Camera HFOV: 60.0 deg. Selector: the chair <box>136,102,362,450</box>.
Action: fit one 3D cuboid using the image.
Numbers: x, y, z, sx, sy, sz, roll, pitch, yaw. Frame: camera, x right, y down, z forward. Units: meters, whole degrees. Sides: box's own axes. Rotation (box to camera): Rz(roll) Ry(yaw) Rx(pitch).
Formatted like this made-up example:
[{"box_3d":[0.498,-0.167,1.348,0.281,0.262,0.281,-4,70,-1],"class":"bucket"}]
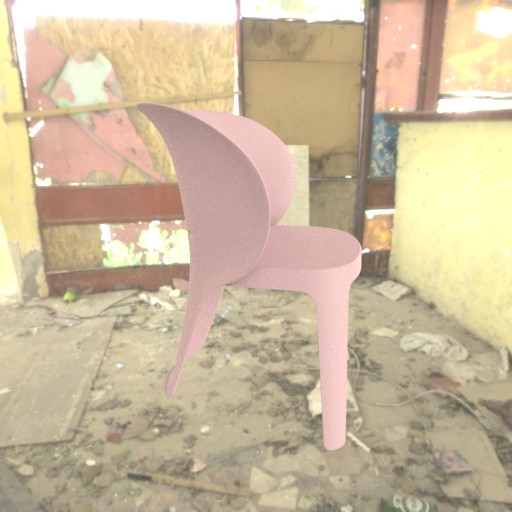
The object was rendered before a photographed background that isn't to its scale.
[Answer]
[{"box_3d":[0.000,0.000,0.866,0.402,0.554,0.451,3,17,9],"class":"chair"}]
